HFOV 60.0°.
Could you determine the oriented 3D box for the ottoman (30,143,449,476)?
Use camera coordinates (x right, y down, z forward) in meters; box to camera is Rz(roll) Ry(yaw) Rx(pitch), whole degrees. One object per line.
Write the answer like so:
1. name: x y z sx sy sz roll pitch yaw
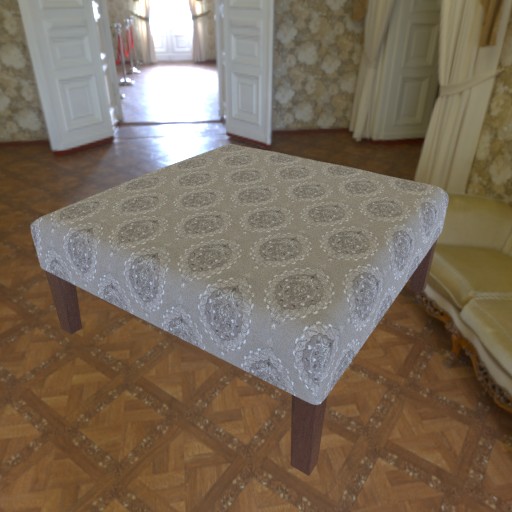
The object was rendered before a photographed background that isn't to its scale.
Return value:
1. ottoman: 0.000 0.000 1.374 0.889 0.411 0.890 19 35 29
